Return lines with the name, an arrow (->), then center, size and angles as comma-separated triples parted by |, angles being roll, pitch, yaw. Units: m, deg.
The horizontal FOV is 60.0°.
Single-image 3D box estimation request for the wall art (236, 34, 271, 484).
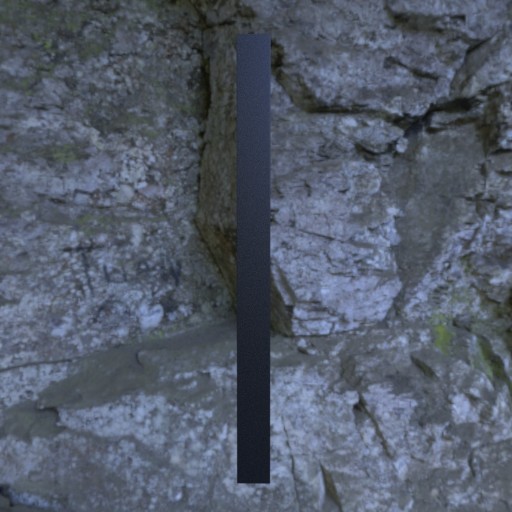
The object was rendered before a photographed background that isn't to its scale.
wall art -> 0.000, 0.000, 0.754 | 0.038, 0.508, 0.508 | 0, 1, 1
